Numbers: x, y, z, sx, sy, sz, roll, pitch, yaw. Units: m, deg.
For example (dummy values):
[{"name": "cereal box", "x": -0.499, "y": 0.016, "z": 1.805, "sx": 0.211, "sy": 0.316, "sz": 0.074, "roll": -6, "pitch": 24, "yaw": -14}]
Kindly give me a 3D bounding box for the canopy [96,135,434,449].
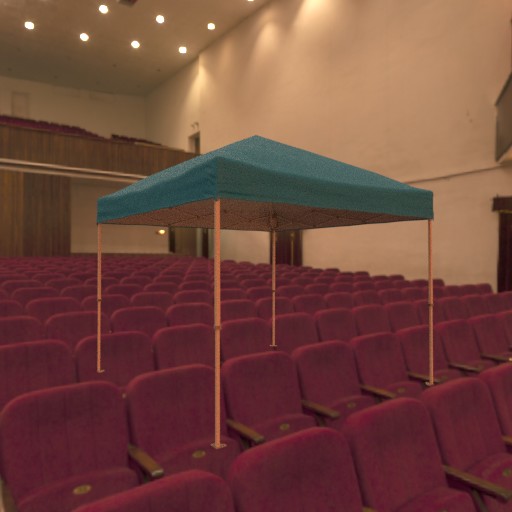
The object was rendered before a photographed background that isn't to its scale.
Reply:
[{"name": "canopy", "x": 0.000, "y": 0.000, "z": 5.480, "sx": 2.998, "sy": 2.997, "sz": 2.996, "roll": 0, "pitch": -1, "yaw": -37}]
